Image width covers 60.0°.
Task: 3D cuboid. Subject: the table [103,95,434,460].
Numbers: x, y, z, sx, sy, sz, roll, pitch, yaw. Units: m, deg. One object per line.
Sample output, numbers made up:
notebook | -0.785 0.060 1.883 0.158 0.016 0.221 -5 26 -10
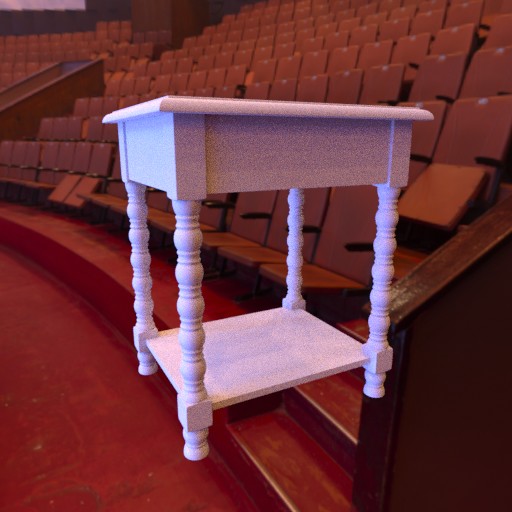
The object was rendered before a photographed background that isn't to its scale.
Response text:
table | 0.000 0.000 0.847 0.460 0.531 0.381 -8 16 -27
